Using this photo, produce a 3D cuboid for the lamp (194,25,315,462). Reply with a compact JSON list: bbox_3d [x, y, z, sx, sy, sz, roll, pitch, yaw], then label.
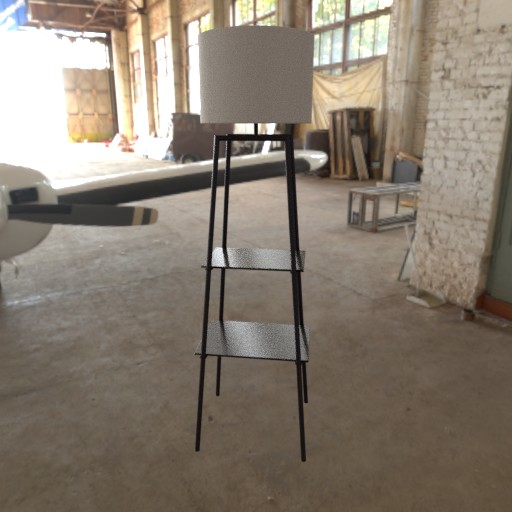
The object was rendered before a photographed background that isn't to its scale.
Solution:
[{"bbox_3d":[0.000,0.000,1.644,0.427,1.474,0.384,2,17,7],"label":"lamp"}]
